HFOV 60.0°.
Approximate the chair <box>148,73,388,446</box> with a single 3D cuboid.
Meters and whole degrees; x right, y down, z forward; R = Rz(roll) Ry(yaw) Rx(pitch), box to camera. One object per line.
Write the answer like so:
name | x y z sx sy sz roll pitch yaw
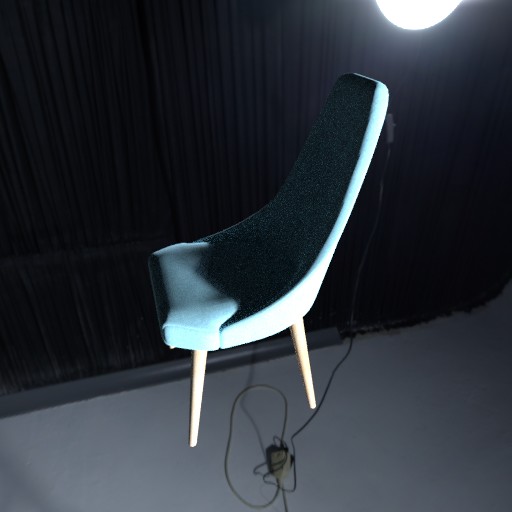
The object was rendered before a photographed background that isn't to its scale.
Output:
chair | 0.000 0.000 1.409 0.660 1.040 0.510 -9 33 -15
